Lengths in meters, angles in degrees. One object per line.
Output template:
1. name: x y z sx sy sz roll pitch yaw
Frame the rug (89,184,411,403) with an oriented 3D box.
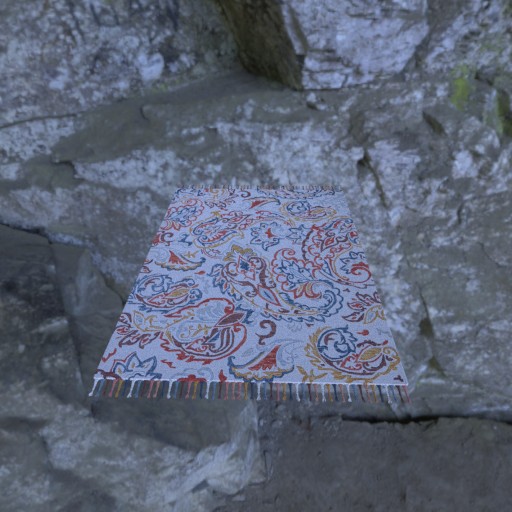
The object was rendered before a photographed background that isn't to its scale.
1. rug: 0.000 0.000 2.480 1.218 0.010 1.997 1 32 1
